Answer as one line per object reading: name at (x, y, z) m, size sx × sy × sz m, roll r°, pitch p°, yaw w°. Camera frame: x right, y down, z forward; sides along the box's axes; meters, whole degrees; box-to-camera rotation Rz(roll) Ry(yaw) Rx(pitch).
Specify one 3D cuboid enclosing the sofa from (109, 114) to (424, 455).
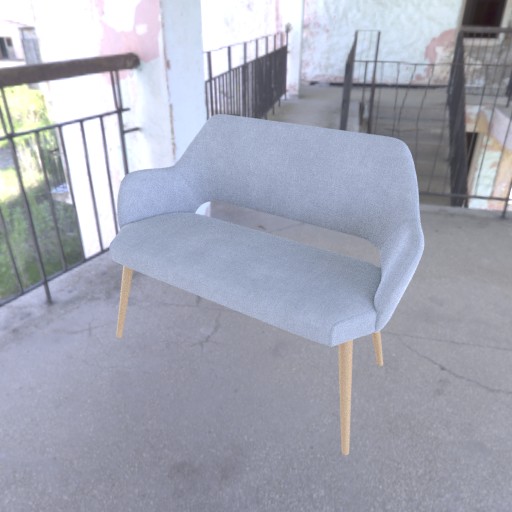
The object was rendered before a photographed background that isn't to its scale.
sofa at (0.000, 0.000, 1.616) m, size 1.150 × 0.840 × 0.610 m, roll 18°, pitch 33°, yaw 29°
